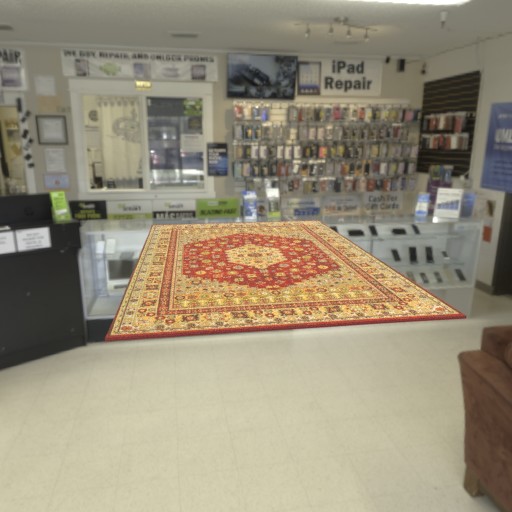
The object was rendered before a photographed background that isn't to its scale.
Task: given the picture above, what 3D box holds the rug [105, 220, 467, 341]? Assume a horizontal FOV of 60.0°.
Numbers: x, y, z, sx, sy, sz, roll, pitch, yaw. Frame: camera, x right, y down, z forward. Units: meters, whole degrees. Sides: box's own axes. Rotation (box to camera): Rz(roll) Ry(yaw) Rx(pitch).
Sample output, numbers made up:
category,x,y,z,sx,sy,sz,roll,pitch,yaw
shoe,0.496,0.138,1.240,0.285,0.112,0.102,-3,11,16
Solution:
category,x,y,z,sx,sy,sz,roll,pitch,yaw
rug,0.000,0.000,2.291,1.194,0.013,1.802,-2,15,-8
